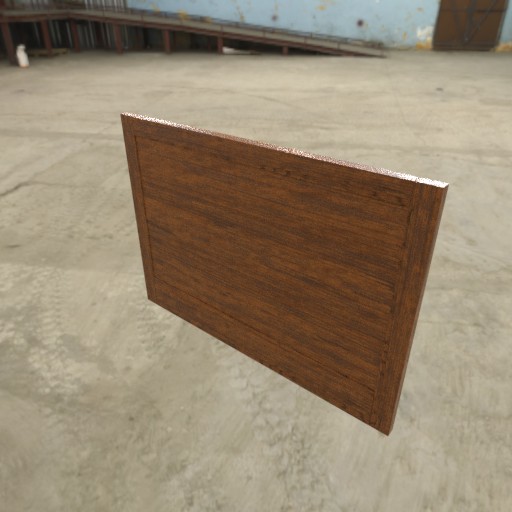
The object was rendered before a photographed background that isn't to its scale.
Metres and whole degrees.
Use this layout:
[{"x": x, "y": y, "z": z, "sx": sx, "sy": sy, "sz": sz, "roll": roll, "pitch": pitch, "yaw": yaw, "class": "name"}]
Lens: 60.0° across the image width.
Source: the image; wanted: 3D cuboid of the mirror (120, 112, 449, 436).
[{"x": 0.000, "y": 0.000, "z": 1.001, "sx": 0.758, "sy": 0.537, "sz": 0.084, "roll": 22, "pitch": 37, "yaw": 33, "class": "mirror"}]
